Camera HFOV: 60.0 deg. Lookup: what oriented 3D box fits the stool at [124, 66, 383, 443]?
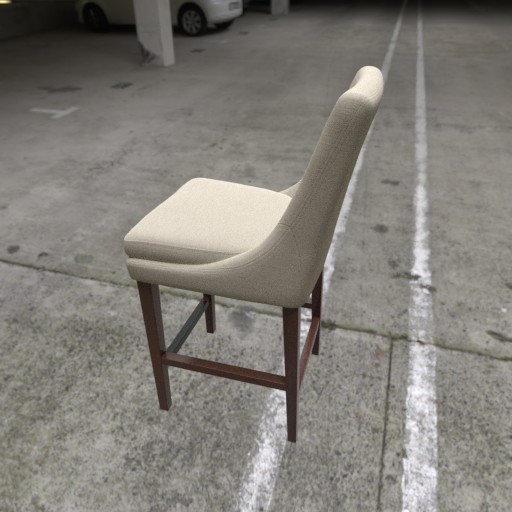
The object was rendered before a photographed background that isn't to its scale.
[{"bbox_3d":[0.000,0.000,1.269,0.577,0.981,0.470,9,31,14],"label":"stool"}]
